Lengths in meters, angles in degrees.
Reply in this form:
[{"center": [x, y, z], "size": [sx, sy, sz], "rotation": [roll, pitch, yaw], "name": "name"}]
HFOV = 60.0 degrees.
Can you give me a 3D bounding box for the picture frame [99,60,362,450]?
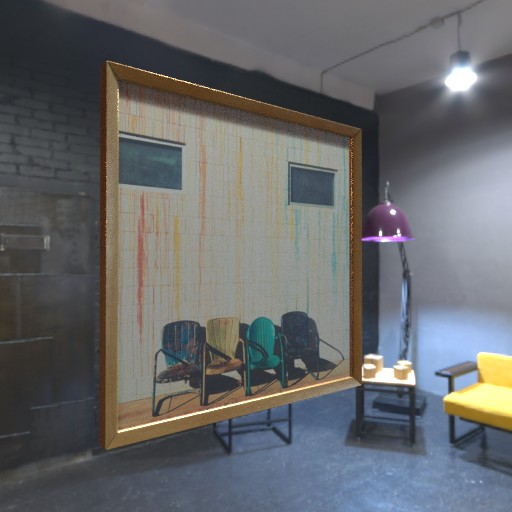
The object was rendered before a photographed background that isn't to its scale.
[{"center": [0.000, 0.000, 1.105], "size": [0.758, 0.761, 0.037], "rotation": [1, -1, -37], "name": "picture frame"}]
